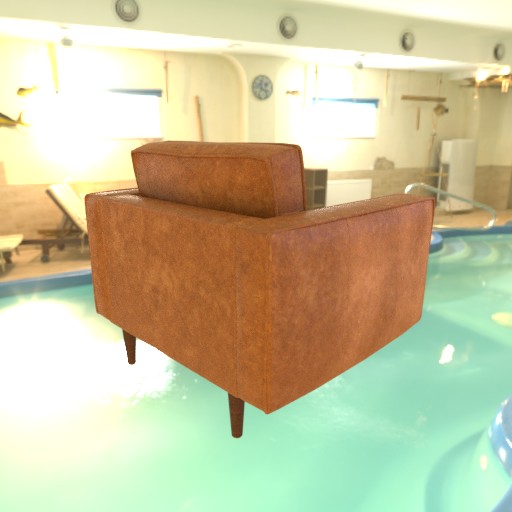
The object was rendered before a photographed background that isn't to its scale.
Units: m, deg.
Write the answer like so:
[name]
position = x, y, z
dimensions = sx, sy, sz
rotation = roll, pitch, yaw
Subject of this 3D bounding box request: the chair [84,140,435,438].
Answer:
[chair]
position = 0.000, 0.000, 1.524
dimensions = 0.798, 0.767, 0.928
rotation = -15, 21, -43
